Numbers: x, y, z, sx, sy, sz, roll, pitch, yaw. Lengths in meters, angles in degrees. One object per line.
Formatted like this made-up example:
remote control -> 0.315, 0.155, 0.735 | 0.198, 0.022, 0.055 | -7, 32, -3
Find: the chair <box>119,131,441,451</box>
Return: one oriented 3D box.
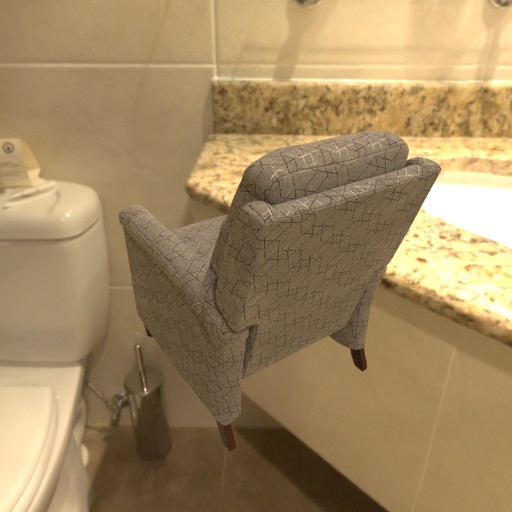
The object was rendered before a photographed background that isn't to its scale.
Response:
chair -> 0.000, 0.000, 1.711 | 0.753, 1.048, 0.987 | -19, 35, -30
